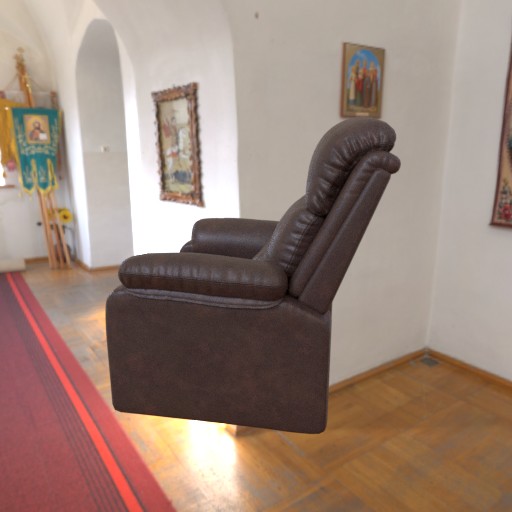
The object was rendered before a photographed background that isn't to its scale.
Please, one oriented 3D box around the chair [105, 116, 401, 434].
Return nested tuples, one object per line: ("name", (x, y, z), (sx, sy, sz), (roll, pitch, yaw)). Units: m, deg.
("chair", (0.000, 0.000, 1.668), (0.919, 0.992, 0.855), (3, 14, 10))
